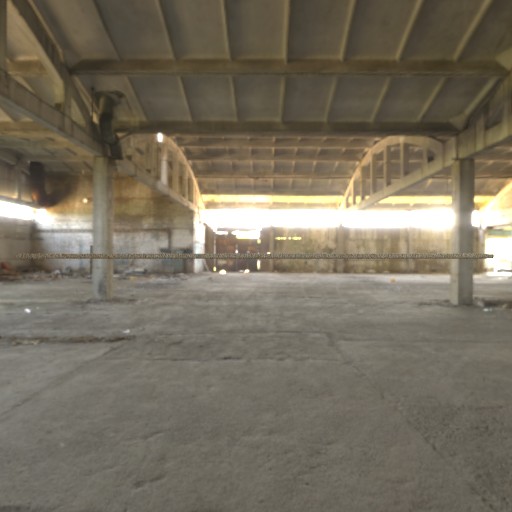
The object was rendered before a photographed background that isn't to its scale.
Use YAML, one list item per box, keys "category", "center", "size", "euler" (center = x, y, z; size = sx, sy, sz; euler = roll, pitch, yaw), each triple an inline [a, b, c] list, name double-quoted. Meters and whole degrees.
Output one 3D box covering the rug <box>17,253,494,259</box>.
- category: "rug"
  center: [0.000, 0.000, 2.925]
  size: [2.346, 0.025, 1.500]
  euler: [0, 0, 1]
